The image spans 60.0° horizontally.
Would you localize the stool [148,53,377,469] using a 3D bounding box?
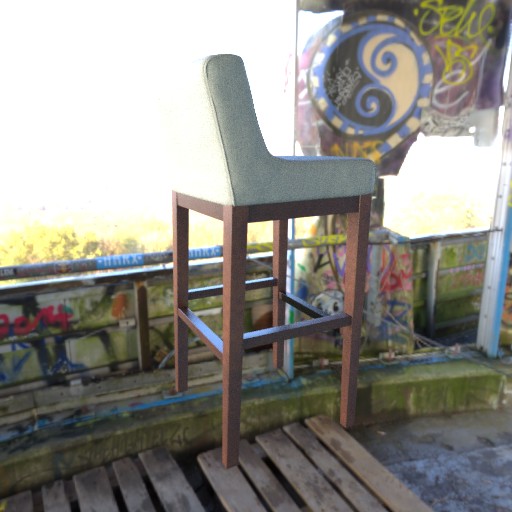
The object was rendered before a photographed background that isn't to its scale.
[{"bbox_3d":[0.000,0.000,1.348,0.500,1.037,0.511,-7,15,-26],"label":"stool"}]
